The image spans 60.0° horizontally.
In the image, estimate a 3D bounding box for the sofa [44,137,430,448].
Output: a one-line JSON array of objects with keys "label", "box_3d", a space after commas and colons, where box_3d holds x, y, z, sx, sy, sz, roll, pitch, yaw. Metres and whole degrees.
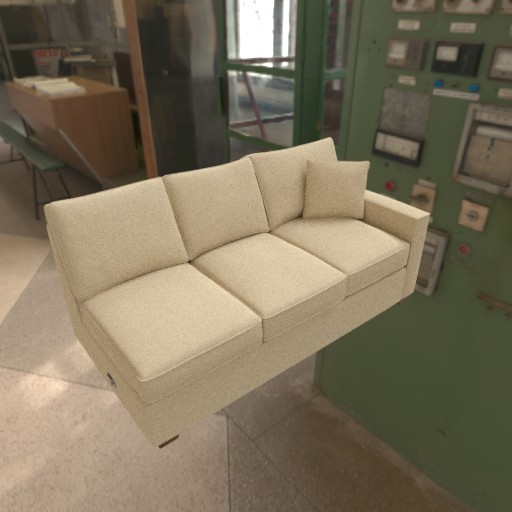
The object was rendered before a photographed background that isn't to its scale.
[{"label": "sofa", "box_3d": [0.000, 0.000, 2.571, 1.963, 0.946, 1.034, -21, 36, -33]}]
